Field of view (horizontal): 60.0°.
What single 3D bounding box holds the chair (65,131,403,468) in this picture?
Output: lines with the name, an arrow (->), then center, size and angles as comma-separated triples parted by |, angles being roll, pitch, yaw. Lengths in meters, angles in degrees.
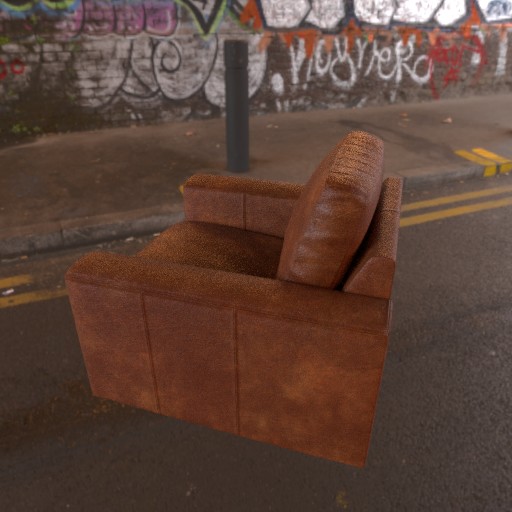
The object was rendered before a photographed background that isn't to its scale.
chair -> 0.000, 0.000, 1.706 | 1.016, 0.873, 1.005 | 9, 30, 15
